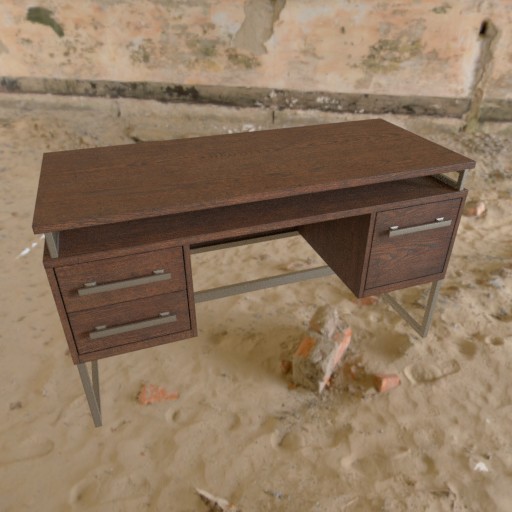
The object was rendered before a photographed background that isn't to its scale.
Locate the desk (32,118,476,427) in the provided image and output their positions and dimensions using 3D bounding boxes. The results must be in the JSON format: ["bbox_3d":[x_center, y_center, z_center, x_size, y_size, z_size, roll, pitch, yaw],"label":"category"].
[{"bbox_3d":[0.000,0.000,1.733,1.384,0.792,0.610,-11,34,-16],"label":"desk"}]
